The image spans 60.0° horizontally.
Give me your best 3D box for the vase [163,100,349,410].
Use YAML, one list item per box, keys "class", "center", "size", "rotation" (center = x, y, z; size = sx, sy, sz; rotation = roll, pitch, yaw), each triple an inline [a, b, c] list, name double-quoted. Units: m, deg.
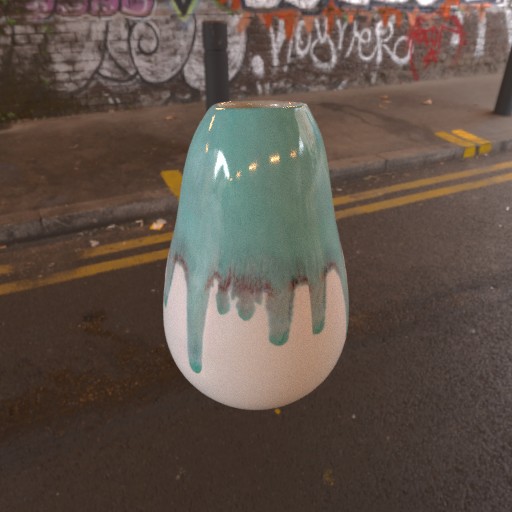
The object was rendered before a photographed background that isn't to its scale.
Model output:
- class: "vase"
  center: [0.000, 0.000, 0.262]
  size: [0.116, 0.179, 0.116]
  rotation: [0, 31, 0]
